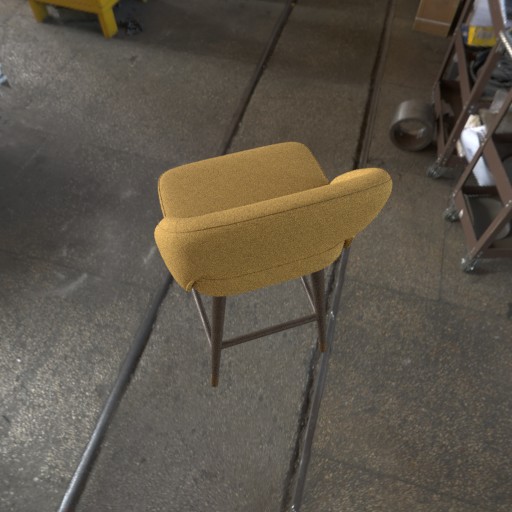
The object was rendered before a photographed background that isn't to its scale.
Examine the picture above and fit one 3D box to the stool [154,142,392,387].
[{"bbox_3d":[0.000,0.000,1.347,0.536,1.032,0.522,-15,58,-10],"label":"stool"}]
